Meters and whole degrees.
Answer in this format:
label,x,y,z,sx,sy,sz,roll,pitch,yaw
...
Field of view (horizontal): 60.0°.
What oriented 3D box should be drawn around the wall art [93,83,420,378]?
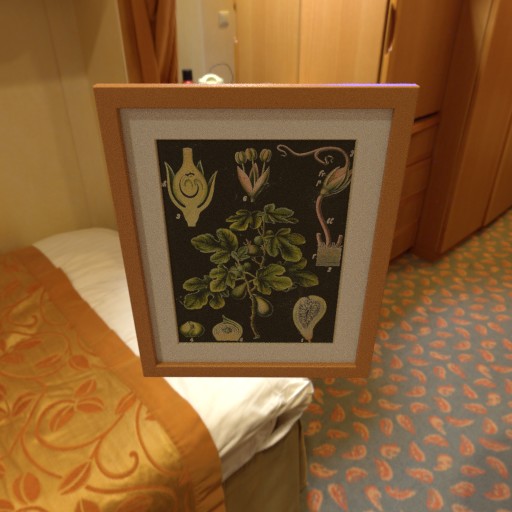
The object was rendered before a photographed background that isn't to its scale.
label,x,y,z,sx,sy,sz,roll,pitch,yaw
wall art,0.000,0.000,0.519,0.310,0.379,0.015,0,30,0
